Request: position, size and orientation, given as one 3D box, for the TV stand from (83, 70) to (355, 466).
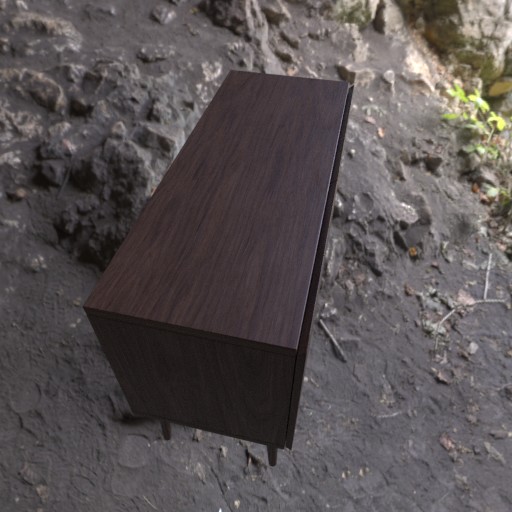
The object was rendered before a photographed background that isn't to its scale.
[{"bbox_3d":[0.000,0.000,1.330,0.405,0.660,0.990,10,47,9],"label":"TV stand"}]
